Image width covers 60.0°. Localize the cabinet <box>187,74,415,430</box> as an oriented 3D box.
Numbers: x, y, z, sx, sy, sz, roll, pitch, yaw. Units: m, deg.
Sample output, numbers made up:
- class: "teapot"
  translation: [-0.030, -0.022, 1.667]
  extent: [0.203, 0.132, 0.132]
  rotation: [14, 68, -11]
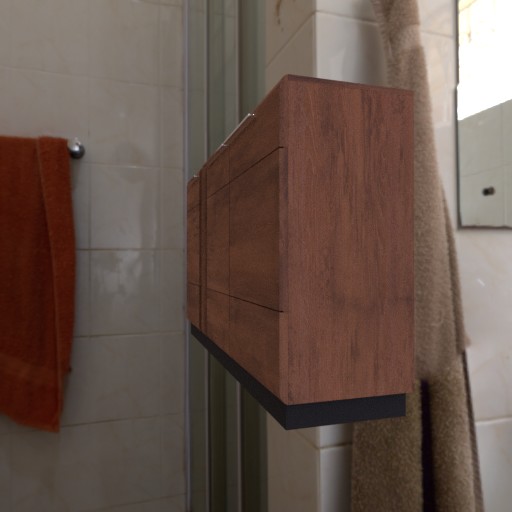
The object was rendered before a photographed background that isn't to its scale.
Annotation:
- class: "cabinet"
  translation: [0.000, 0.000, 1.923]
  extent: [0.420, 0.900, 1.600]
  rotation: [0, -1, -17]
